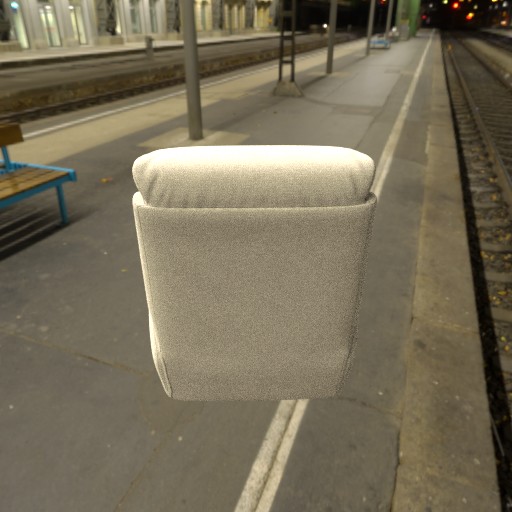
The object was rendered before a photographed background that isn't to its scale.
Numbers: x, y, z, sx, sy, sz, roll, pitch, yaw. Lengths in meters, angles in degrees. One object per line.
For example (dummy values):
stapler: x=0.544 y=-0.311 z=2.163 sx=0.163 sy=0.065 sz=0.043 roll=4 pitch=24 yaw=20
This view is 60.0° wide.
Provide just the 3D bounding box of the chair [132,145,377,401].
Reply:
chair: x=0.000 y=0.000 z=1.680 sx=0.812 sy=1.015 sz=0.941 roll=-1 pitch=28 yaw=-1
